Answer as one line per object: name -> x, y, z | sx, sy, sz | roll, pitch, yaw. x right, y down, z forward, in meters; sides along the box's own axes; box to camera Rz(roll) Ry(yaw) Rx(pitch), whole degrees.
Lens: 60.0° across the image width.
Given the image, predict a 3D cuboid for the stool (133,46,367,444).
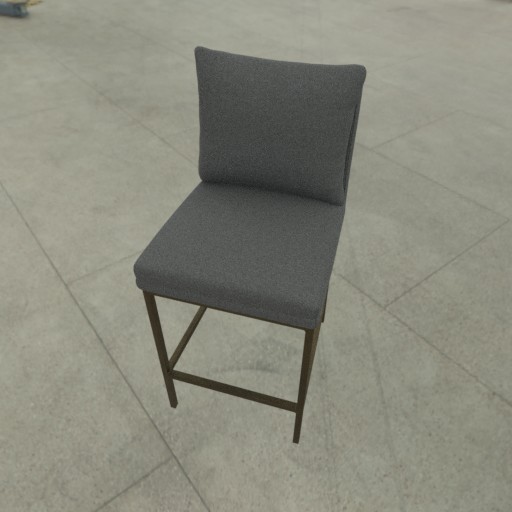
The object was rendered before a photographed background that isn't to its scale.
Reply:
stool -> 0.000, 0.000, 1.307 | 0.463, 1.030, 0.569 | 11, 43, 13
